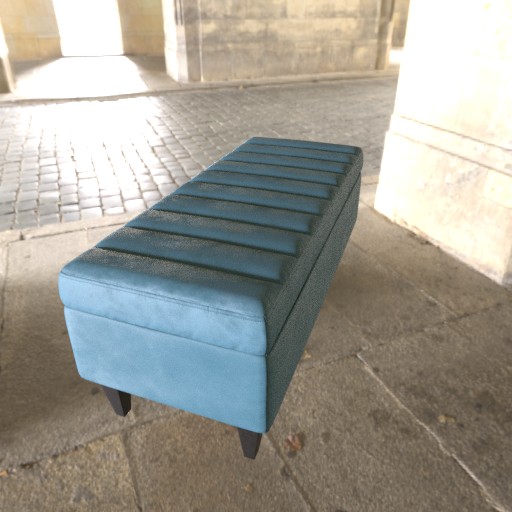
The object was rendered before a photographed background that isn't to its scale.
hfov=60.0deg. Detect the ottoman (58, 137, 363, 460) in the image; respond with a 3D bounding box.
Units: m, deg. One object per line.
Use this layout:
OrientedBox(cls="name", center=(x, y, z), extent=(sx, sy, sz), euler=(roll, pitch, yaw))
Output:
OrientedBox(cls="ottoman", center=(0.000, 0.000, 1.407), extent=(0.482, 0.469, 1.151), euler=(10, 31, 18))
